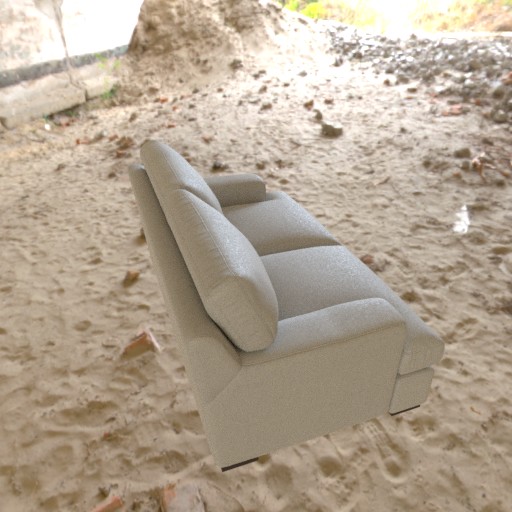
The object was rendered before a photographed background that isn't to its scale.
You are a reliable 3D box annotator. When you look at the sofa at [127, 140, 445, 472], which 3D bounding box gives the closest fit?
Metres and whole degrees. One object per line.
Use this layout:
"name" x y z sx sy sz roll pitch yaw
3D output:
"sofa" 0.000 0.000 2.475 1.143 0.940 1.880 -11 33 -17
